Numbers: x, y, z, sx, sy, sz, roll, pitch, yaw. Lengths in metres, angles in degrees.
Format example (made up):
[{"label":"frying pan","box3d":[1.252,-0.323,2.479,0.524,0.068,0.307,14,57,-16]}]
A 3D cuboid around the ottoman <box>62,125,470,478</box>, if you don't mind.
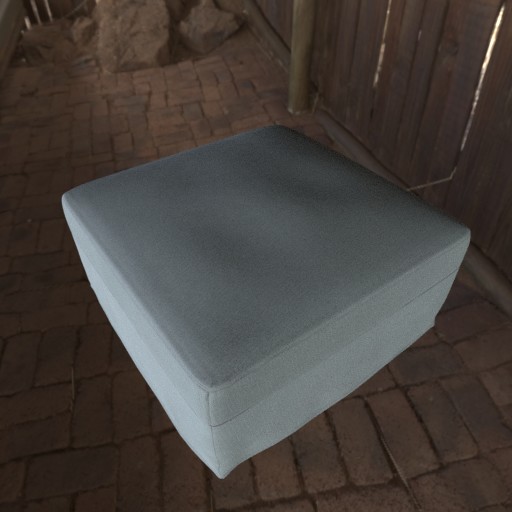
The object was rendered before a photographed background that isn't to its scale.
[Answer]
[{"label":"ottoman","box3d":[0.000,0.000,1.322,0.843,0.441,0.842,-26,47,-27]}]
